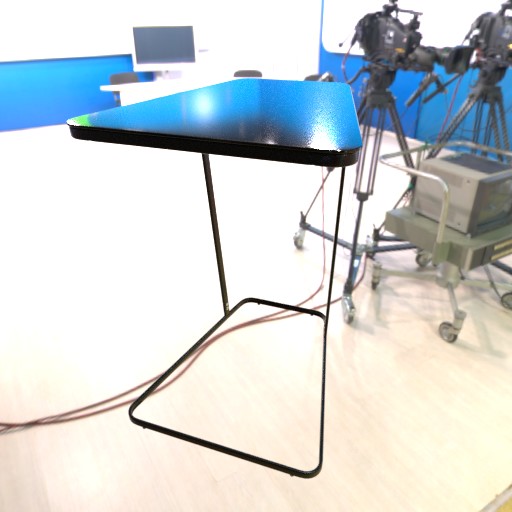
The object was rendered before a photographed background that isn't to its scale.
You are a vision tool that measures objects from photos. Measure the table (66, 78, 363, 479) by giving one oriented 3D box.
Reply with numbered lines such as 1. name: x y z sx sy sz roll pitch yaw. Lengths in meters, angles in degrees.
1. table: 0.000 0.000 0.928 0.427 0.624 0.500 10 31 17
